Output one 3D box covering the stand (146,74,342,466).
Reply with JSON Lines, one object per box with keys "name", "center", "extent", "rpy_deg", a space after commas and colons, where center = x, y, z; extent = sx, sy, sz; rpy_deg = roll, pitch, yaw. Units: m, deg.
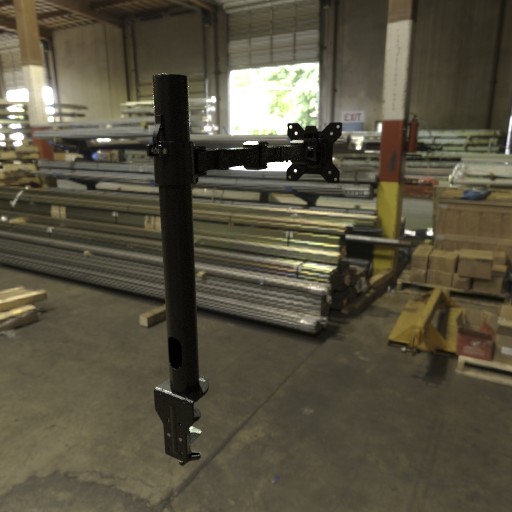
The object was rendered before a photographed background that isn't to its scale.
{"name": "stand", "center": [0.000, 0.000, 0.726], "extent": [0.115, 0.510, 0.456], "rpy_deg": [9, 18, 28]}
